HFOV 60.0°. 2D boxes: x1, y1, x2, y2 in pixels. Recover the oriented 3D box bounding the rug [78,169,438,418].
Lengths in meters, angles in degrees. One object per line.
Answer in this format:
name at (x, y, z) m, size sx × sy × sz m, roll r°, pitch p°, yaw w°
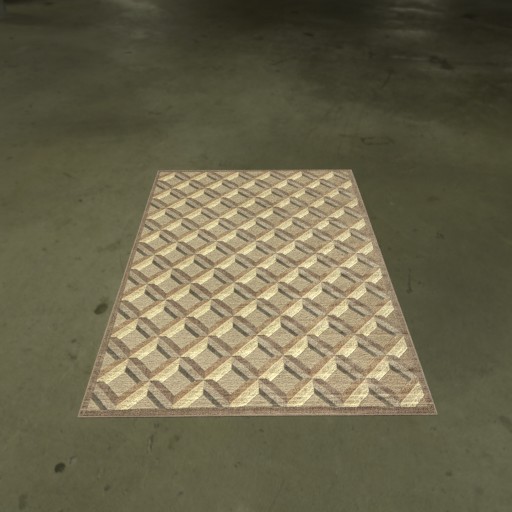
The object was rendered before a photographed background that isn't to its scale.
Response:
rug at (0.000, 0.000, 4.179) m, size 2.382 × 0.018 × 3.294 m, roll 0°, pitch 40°, yaw 0°
